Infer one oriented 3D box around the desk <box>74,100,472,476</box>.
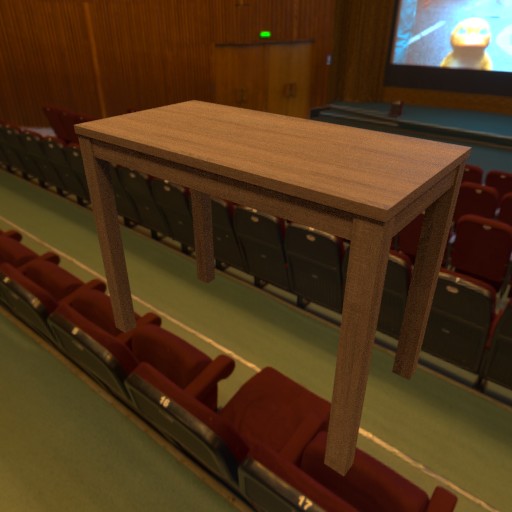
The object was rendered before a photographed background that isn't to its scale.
[{"bbox_3d":[0.000,0.000,1.403,0.991,0.762,0.495,22,36,33],"label":"desk"}]
